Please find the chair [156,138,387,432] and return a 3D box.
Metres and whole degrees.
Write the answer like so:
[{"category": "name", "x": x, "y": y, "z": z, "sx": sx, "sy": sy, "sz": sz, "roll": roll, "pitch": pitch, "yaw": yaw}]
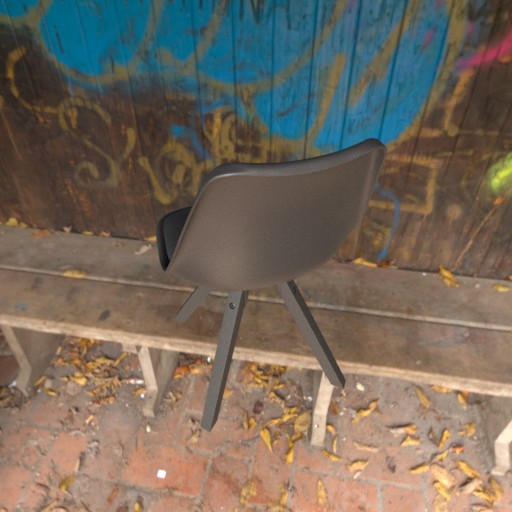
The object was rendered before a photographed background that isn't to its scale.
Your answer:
[{"category": "chair", "x": 0.000, "y": 0.000, "z": 1.150, "sx": 0.485, "sy": 0.850, "sz": 0.530, "roll": -13, "pitch": 43, "yaw": -14}]
